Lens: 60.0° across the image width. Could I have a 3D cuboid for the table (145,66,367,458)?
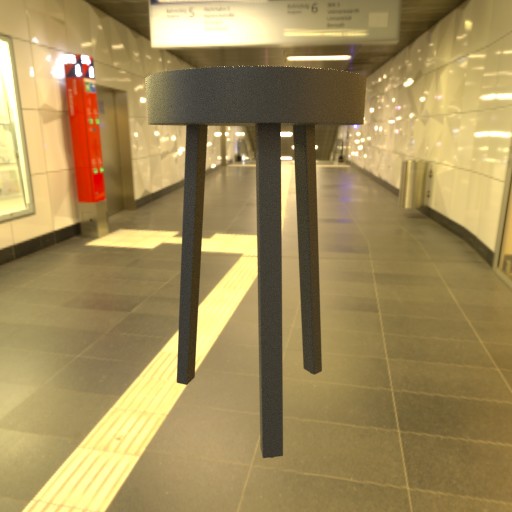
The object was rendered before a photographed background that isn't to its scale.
[{"bbox_3d":[0.000,0.000,0.930,0.406,0.686,0.406,-2,16,-8],"label":"table"}]
